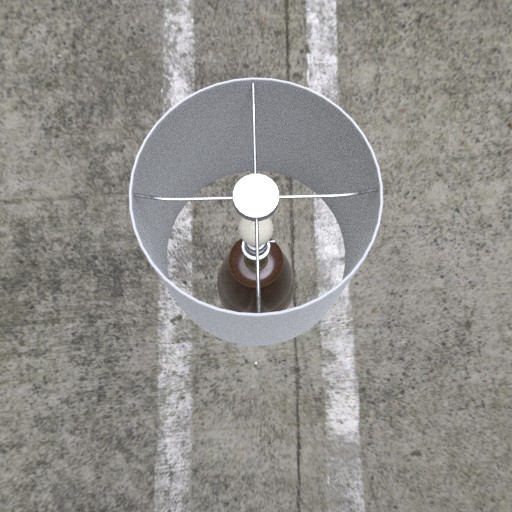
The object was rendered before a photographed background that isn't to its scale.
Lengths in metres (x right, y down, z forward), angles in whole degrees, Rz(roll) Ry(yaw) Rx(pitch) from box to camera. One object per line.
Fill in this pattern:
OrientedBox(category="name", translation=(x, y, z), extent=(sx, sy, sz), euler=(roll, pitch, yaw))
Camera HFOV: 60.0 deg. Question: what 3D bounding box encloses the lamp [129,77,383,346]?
OrientedBox(category="lamp", translation=(0.000, 0.000, 0.465), extent=(0.186, 0.369, 0.186), euler=(0, 76, 0))
